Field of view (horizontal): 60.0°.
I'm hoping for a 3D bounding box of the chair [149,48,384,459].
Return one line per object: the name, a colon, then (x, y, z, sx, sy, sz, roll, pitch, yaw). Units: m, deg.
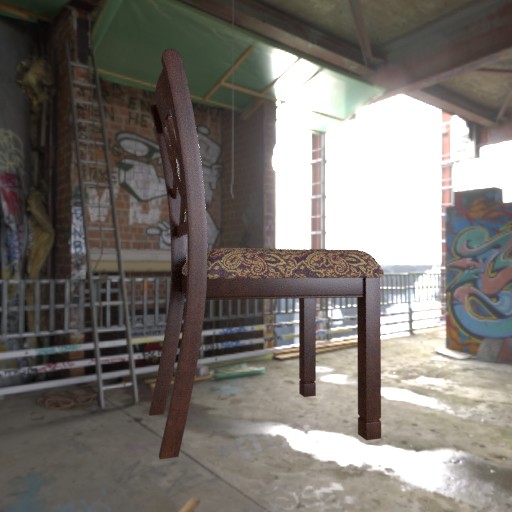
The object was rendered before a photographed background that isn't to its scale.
chair: (0.000, 0.000, 1.300, 0.584, 0.965, 0.457, 0, -1, -18)
